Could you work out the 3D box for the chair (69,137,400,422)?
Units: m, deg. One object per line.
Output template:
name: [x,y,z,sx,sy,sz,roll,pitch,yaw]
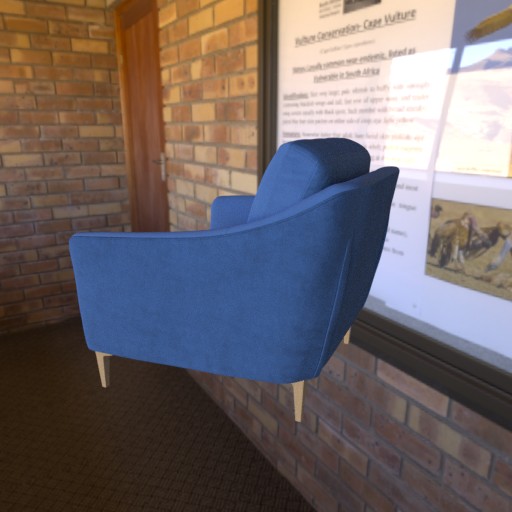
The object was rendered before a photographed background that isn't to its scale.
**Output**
chair: [0.000,0.000,1.743,0.961,0.899,0.987,8,18,25]
